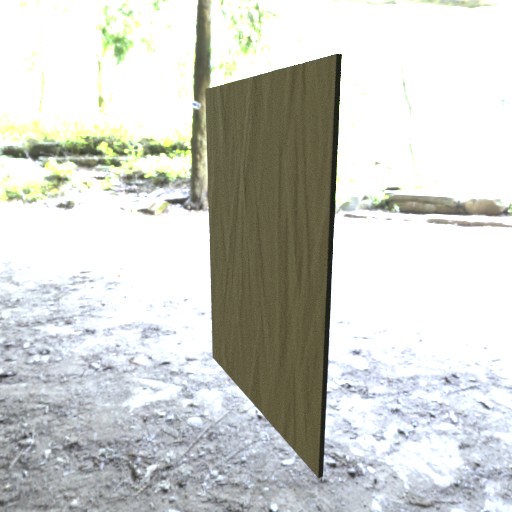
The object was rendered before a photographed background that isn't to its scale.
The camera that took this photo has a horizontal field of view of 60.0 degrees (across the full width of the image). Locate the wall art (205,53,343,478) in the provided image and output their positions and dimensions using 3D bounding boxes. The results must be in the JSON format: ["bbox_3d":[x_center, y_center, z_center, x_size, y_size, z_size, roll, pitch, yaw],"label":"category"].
[{"bbox_3d":[0.000,0.000,1.470,0.016,1.116,0.810,-7,17,-26],"label":"wall art"}]
